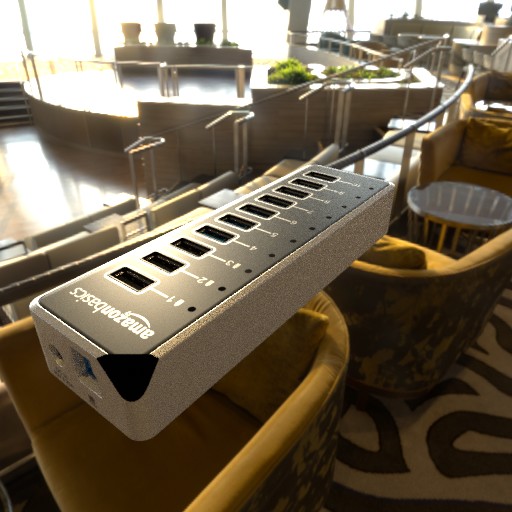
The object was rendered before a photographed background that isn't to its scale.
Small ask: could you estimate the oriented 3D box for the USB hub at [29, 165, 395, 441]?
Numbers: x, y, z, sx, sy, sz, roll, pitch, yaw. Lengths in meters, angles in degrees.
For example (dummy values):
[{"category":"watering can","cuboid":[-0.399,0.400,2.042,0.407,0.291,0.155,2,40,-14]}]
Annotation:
[{"category":"USB hub","cuboid":[0.000,0.000,0.160,0.044,0.023,0.145,22,37,32]}]
